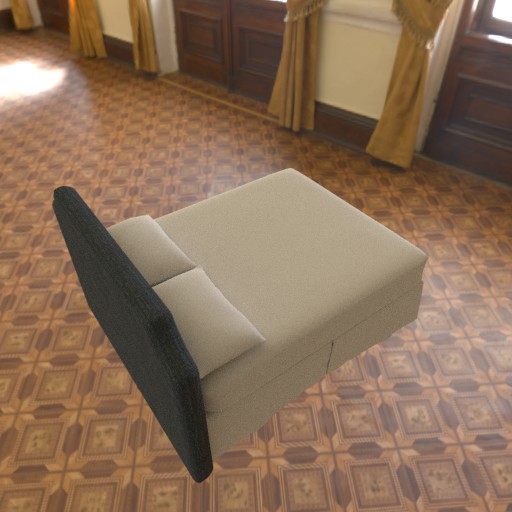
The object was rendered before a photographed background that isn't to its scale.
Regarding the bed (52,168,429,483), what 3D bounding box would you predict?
[{"bbox_3d":[0.000,0.000,3.285,2.208,1.297,1.828,-26,47,-26],"label":"bed"}]
